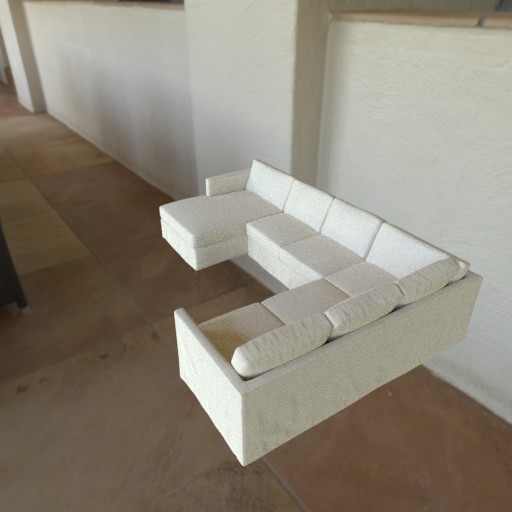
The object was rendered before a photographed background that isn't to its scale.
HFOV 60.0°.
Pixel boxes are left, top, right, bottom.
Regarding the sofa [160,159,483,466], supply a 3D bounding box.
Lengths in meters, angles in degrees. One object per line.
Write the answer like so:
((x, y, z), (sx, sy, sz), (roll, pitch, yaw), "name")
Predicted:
((0.000, 0.000, 4.590), (2.448, 0.882, 3.464), (-18, 35, -28), "sofa")
